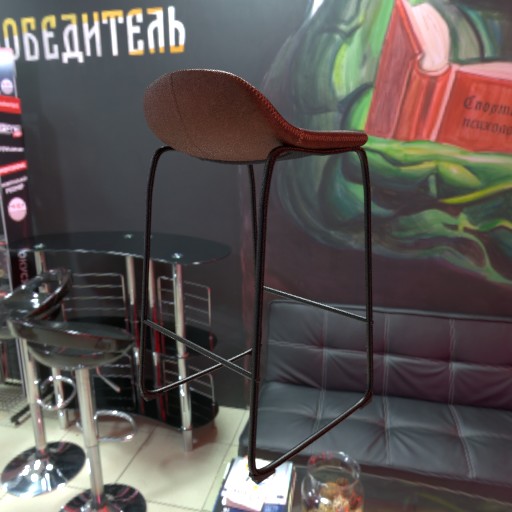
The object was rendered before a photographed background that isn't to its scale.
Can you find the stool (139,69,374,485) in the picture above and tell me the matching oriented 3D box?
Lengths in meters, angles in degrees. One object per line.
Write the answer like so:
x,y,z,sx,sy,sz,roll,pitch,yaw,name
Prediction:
0.000,0.000,1.129,0.473,0.830,0.454,-13,19,-43,stool
